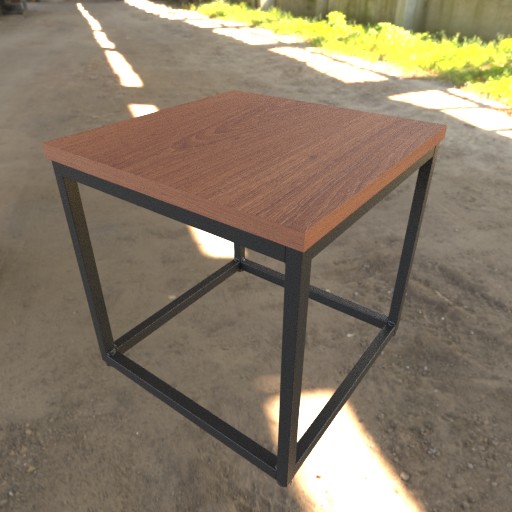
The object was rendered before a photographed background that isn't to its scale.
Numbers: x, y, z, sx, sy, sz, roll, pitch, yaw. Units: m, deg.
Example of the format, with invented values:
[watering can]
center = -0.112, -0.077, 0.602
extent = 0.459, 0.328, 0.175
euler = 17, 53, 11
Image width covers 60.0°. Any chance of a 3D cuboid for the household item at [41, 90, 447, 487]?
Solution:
[household item]
center = 0.000, 0.000, 0.719
extent = 0.400, 0.400, 0.400
euler = 22, 38, 30
